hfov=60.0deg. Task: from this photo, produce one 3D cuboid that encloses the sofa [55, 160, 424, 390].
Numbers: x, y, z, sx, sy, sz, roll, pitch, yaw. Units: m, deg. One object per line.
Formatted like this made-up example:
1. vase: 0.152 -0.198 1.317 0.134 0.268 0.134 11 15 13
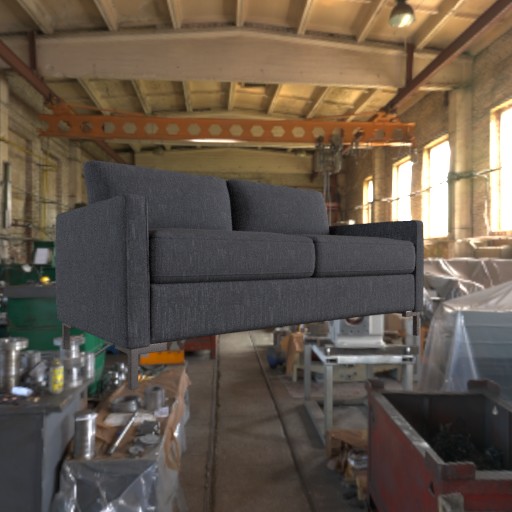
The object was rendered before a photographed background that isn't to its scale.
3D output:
1. sofa: 0.000 0.000 2.231 1.716 0.862 0.866 0 0 -38
